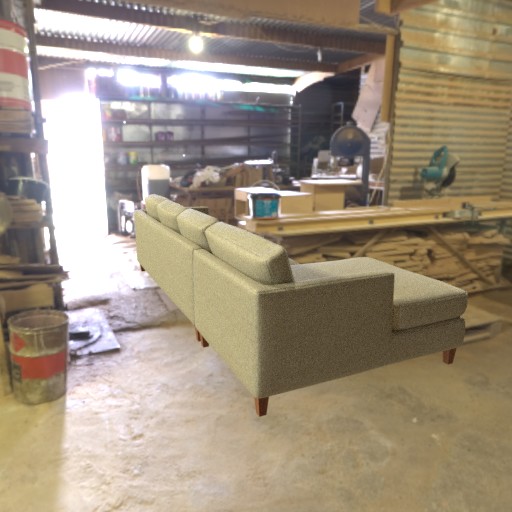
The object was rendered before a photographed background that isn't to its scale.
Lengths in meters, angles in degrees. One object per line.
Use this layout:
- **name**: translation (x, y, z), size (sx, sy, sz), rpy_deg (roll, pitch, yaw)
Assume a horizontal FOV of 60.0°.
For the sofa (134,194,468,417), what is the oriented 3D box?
- **sofa**: translation (0.000, 0.000, 3.811), size (1.502, 0.876, 3.201), rpy_deg (-6, 15, -24)
